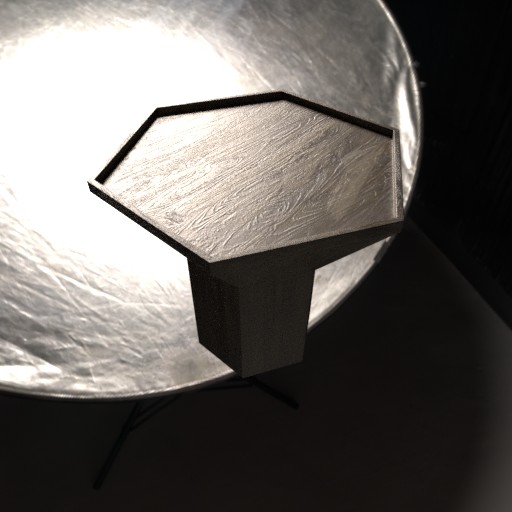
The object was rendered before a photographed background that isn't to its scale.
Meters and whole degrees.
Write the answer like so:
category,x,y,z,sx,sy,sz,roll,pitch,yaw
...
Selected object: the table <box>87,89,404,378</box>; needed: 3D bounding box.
category,x,y,z,sx,sy,sz,roll,pitch,yaw
table,0.000,0.000,1.126,0.683,0.586,0.592,-12,44,-13
